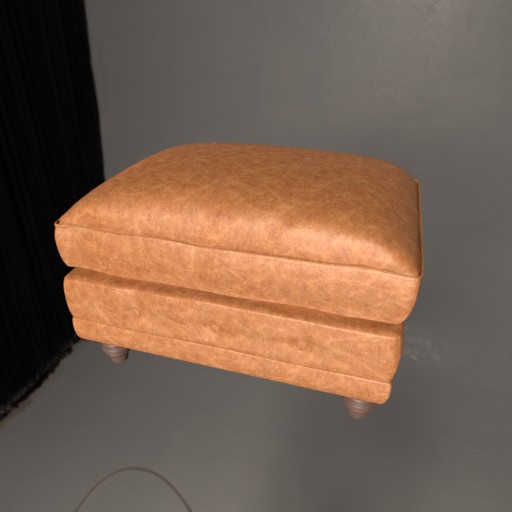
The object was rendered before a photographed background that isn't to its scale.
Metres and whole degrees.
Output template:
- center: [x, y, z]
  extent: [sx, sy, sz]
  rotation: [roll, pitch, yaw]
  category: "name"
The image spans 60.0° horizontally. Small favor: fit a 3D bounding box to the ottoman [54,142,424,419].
- center: [0.000, 0.000, 1.073]
  extent: [0.710, 0.480, 0.533]
  rotation: [8, 30, 15]
  category: "ottoman"
